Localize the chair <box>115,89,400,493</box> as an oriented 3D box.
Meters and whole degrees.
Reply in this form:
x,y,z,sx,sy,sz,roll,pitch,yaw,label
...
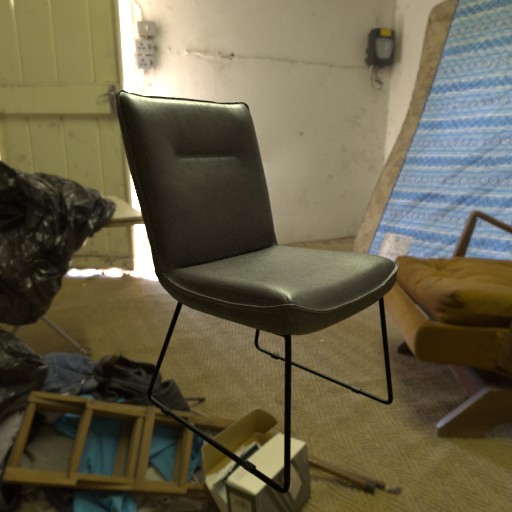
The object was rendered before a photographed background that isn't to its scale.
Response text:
x,y,z,sx,sy,sz,roll,pitch,yaw,label
0.000,0.000,1.301,0.688,0.932,0.515,13,19,42,chair
